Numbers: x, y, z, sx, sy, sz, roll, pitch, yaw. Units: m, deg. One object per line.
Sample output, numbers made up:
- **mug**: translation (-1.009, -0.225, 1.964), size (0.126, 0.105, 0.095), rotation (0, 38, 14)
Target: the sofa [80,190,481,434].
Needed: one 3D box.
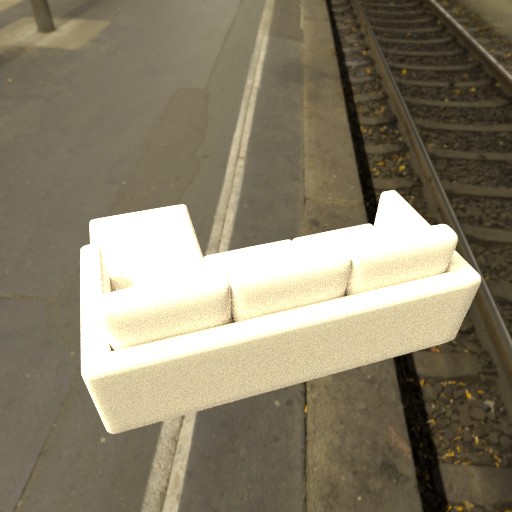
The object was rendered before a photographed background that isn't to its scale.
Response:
- **sofa**: translation (0.000, 0.000, 2.803), size (2.029, 0.899, 1.580), rotation (-11, 43, -13)
